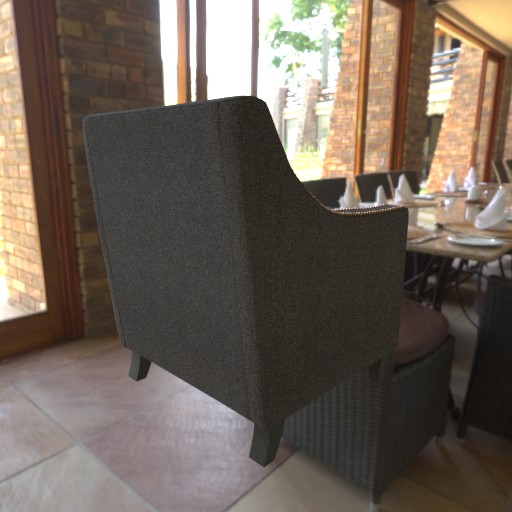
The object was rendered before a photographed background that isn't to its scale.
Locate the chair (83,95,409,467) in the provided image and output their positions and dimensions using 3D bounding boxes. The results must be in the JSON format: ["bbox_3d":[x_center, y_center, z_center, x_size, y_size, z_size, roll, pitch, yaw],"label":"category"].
[{"bbox_3d":[0.000,0.000,1.590,0.776,0.967,0.884,13,18,43],"label":"chair"}]
